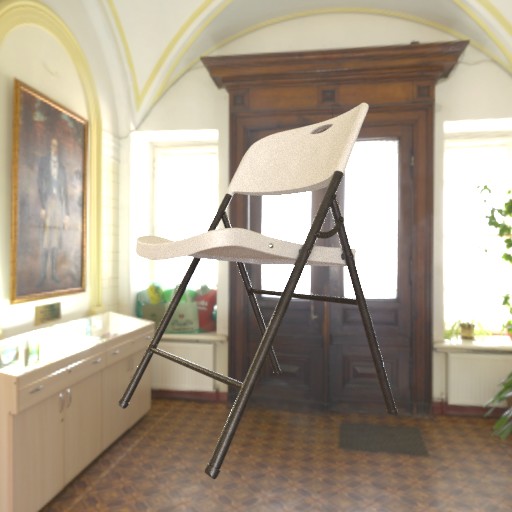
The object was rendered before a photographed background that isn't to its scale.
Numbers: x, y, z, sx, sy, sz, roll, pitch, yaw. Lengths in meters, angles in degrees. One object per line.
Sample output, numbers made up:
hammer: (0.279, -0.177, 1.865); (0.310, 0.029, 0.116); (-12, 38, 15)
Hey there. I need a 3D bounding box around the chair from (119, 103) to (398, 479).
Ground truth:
chair: (0.000, 0.000, 1.163); (0.566, 0.810, 0.494); (0, 0, -37)
